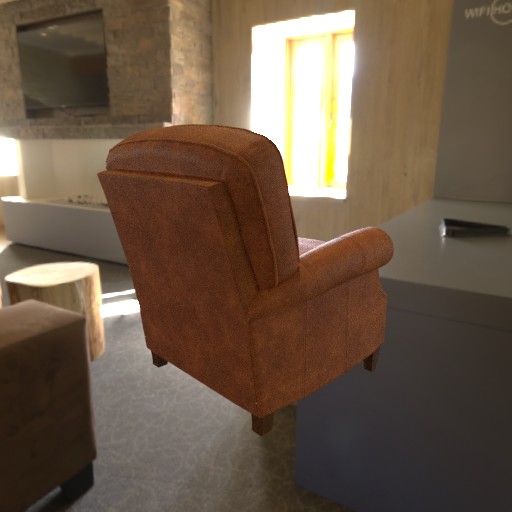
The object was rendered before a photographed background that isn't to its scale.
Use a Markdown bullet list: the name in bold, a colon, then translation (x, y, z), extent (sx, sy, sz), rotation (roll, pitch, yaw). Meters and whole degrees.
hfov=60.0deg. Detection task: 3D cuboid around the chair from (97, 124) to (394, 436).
- **chair**: translation (0.000, 0.000, 1.814), extent (0.986, 1.018, 0.936), rotation (-14, 20, -42)
